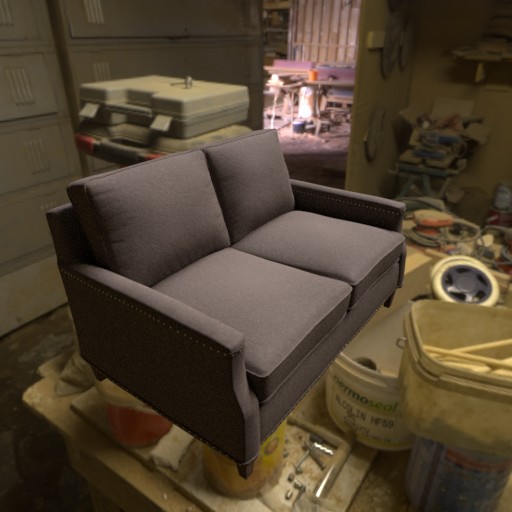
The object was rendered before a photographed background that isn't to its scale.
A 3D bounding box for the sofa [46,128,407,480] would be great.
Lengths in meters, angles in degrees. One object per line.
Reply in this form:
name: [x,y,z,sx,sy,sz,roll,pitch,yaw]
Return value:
sofa: [0.000,0.000,2.238,1.084,1.003,1.597,19,33,32]
